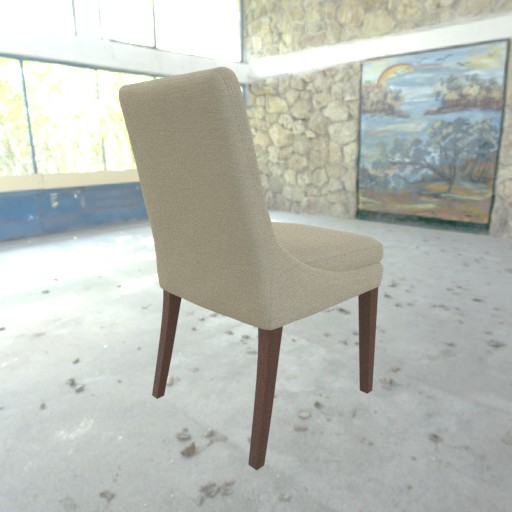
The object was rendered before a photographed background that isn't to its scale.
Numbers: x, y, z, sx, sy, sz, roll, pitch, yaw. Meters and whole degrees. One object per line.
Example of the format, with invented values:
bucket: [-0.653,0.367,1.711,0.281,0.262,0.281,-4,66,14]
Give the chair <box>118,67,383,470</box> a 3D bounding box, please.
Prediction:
chair: [0.000,0.000,1.311,0.638,0.940,0.515,-13,19,-43]
